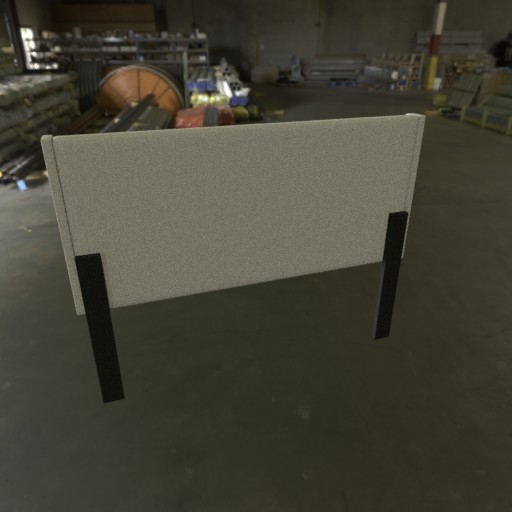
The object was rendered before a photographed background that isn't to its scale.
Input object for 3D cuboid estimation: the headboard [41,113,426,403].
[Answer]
[{"bbox_3d":[0.000,0.000,2.635,2.051,1.524,0.184,-9,27,-17],"label":"headboard"}]
